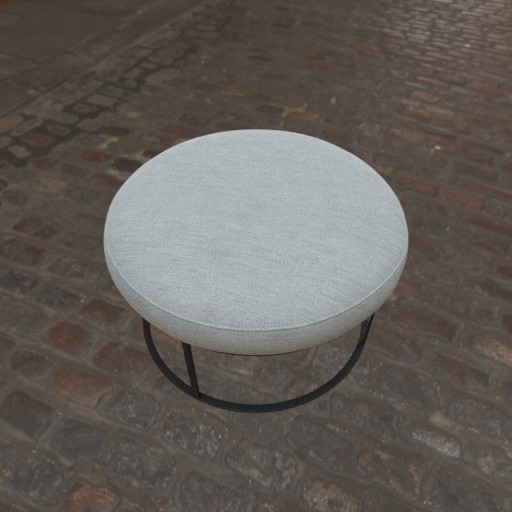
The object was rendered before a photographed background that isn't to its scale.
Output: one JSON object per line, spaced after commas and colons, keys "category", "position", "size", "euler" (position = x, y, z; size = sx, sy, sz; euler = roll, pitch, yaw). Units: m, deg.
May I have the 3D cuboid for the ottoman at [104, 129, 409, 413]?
{"category": "ottoman", "position": [0.000, 0.000, 1.247], "size": [0.769, 0.459, 0.769], "euler": [0, 46, 0]}
